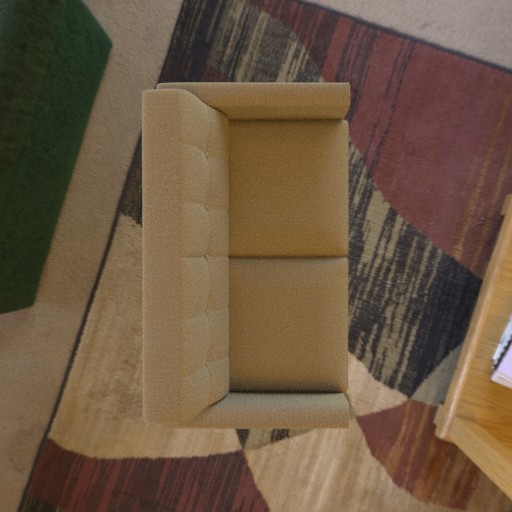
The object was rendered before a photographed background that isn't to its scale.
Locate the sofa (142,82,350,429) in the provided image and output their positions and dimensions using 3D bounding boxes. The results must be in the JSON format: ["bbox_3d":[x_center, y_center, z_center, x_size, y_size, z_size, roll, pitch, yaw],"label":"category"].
[{"bbox_3d":[0.000,0.000,2.264,0.952,0.925,1.651,0,91,1],"label":"sofa"}]
